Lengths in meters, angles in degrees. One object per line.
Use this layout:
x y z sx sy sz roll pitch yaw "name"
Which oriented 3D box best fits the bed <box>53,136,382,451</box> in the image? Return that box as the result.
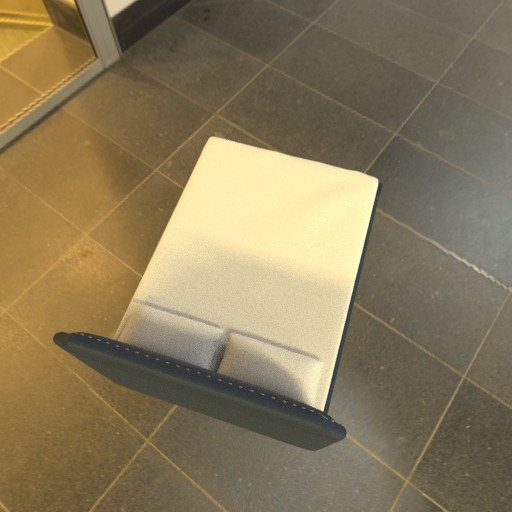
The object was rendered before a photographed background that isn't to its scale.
0.000 0.000 3.425 1.712 1.443 2.372 16 65 8 "bed"
